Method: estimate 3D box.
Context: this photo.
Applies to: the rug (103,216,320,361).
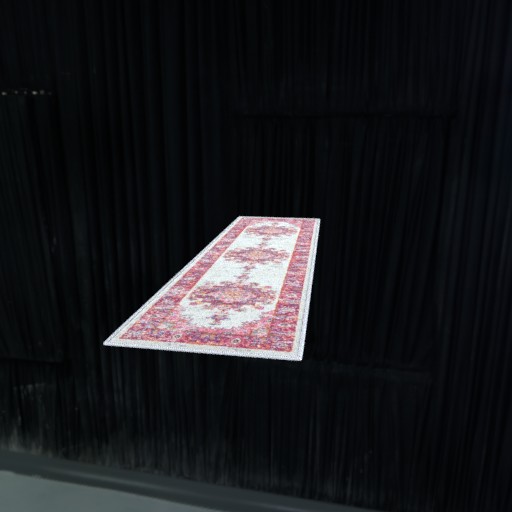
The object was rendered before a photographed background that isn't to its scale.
[{"bbox_3d":[0.000,0.000,2.514,0.666,0.011,2.294,3,16,9],"label":"rug"}]
